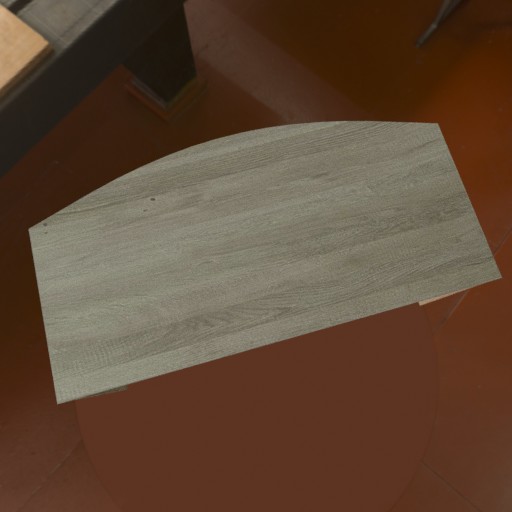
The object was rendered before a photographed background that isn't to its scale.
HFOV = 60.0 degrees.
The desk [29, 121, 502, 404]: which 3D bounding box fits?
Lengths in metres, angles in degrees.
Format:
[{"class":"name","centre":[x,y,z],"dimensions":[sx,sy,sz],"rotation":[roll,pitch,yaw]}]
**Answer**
[{"class":"desk","centre":[0.000,0.000,1.987],"dimensions":[1.600,0.752,0.802],"rotation":[-15,77,-4]}]
